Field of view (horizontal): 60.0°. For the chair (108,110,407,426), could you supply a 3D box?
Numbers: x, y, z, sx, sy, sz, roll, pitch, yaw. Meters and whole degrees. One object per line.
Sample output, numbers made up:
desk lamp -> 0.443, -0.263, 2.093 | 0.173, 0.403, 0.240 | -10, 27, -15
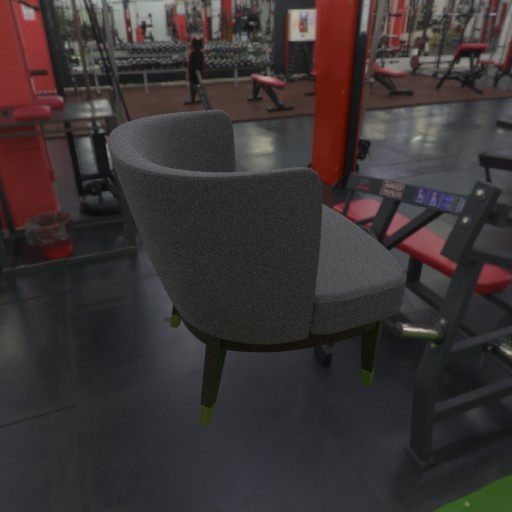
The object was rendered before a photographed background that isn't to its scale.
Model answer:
chair -> 0.000, 0.000, 1.252 | 0.698, 0.695, 0.639 | -10, 30, -17
